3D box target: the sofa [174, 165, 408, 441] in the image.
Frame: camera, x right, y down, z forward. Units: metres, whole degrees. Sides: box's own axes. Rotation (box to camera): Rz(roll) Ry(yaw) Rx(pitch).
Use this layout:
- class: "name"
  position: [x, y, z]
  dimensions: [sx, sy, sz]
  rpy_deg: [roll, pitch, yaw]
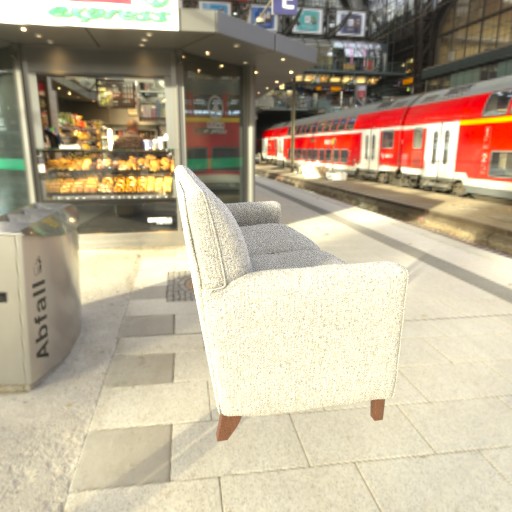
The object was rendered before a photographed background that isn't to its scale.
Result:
- class: "sofa"
  position: [0.000, 0.000, 2.518]
  dimensions: [0.854, 0.942, 2.026]
  rpy_deg: [-3, 14, -11]
